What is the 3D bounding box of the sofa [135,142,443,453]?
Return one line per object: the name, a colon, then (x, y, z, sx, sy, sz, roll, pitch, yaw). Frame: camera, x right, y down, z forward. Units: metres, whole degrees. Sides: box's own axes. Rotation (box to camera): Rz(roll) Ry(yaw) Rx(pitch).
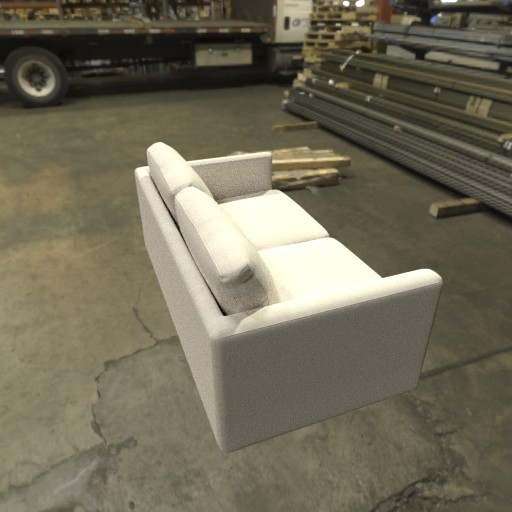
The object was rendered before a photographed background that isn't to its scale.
sofa: (0.000, 0.000, 2.296, 0.940, 0.893, 1.713, -11, 32, -18)
